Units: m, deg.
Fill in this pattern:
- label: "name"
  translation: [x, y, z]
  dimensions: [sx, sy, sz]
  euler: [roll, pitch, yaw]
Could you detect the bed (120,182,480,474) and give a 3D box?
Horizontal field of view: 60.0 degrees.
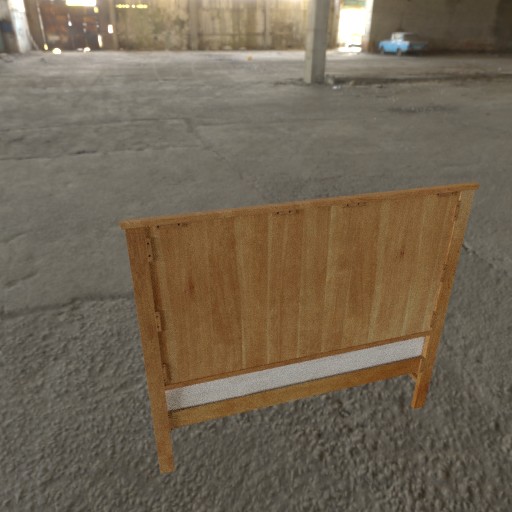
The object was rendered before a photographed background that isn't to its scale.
- label: "bed"
  translation: [0.000, 0.000, 3.542]
  dimensions: [1.936, 1.686, 2.201]
  euler: [-8, 28, -15]
